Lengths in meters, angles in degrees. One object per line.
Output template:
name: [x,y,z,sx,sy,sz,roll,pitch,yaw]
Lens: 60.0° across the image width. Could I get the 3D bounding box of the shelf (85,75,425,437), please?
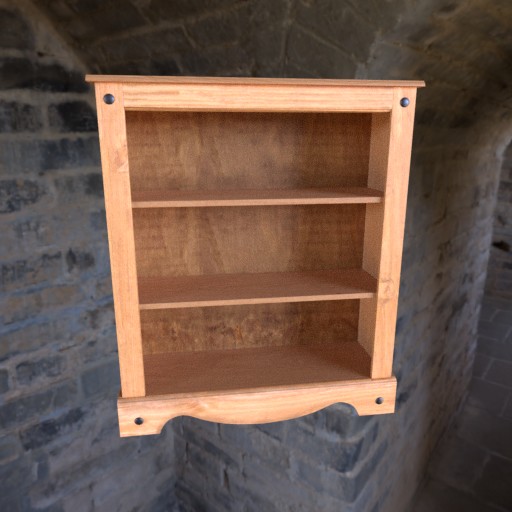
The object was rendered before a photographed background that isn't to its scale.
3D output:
shelf: [0.000,0.000,1.348,0.840,0.980,0.291,-2,15,-8]
